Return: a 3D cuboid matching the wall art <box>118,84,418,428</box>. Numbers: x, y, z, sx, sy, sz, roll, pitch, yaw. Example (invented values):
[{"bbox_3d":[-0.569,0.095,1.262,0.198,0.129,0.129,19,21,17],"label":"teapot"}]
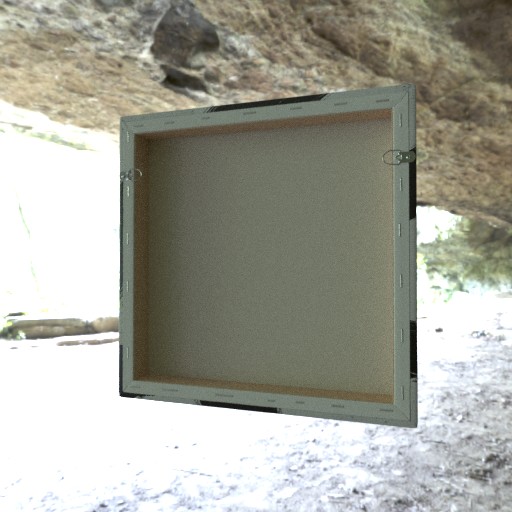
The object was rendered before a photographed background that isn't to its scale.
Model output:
[{"bbox_3d":[0.000,0.000,0.744,0.507,0.508,0.050,0,-1,17],"label":"wall art"}]
